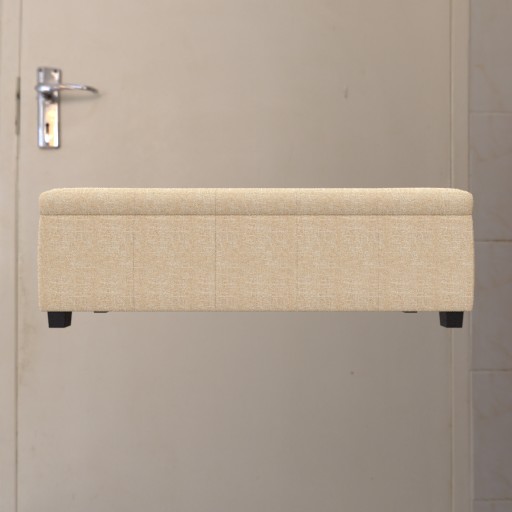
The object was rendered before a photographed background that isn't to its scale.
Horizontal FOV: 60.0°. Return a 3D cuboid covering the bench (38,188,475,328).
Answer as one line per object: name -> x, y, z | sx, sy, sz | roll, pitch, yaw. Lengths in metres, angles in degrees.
bench -> 0.000, 0.000, 1.439 | 1.219, 0.406, 0.432 | 0, 0, 0
